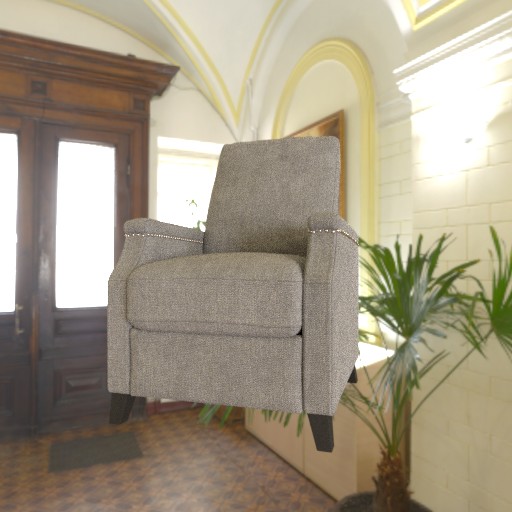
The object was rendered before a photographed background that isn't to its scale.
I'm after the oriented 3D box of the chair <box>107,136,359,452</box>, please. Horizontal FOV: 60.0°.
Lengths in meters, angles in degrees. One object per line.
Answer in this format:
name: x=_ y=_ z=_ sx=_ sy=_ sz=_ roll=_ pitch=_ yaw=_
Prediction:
chair: x=0.000 y=0.000 z=1.668 sx=0.710 sy=1.049 sz=0.922 roll=0 pitch=-1 yaw=18
